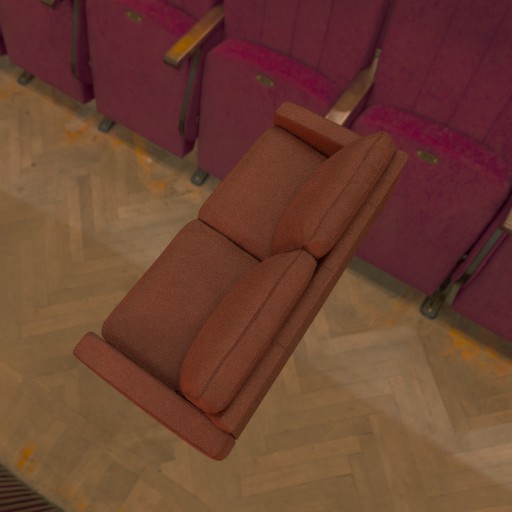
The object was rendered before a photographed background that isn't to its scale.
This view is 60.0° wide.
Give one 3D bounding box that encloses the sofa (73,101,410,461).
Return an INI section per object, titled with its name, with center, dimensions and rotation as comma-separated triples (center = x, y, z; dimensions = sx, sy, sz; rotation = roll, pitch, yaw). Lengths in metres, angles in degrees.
[sofa]
center = 0.000, 0.000, 2.620
dimensions = 0.940, 0.919, 2.080
rotation = 31, 68, 14
